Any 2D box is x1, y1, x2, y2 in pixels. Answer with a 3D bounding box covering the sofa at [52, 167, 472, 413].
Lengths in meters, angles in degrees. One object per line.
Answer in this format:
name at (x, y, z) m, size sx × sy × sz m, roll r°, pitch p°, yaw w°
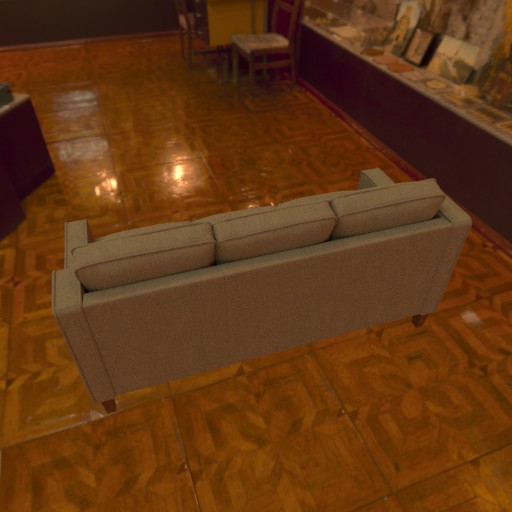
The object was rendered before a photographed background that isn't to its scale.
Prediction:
sofa at (0.000, 0.000, 2.520) m, size 1.986 × 0.974 × 0.911 m, roll -12°, pitch 42°, yaw -14°
